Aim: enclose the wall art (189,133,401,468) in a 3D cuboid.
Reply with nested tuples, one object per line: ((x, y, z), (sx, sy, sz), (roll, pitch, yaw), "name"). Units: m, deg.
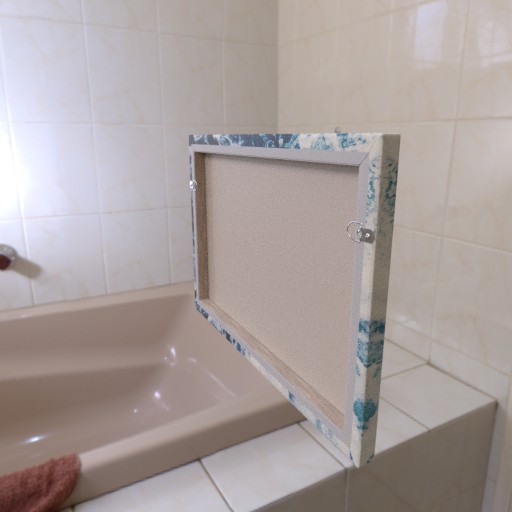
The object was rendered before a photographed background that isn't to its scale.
((0.000, 0.000, 1.152), (0.042, 0.610, 0.915), (-8, 17, -26), "wall art")
